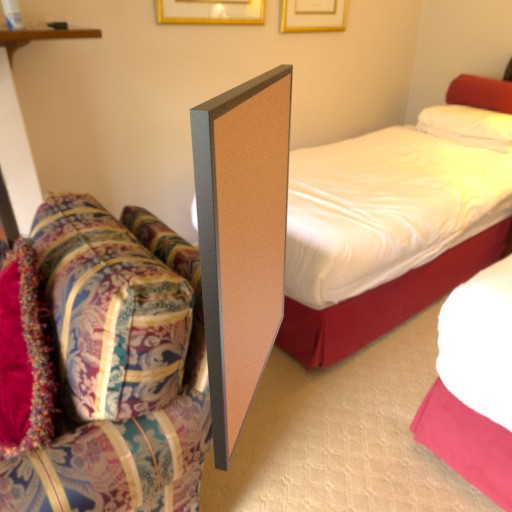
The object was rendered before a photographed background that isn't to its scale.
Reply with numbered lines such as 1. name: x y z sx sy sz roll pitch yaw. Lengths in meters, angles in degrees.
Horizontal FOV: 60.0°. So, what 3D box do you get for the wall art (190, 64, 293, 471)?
1. wall art: 0.000 0.000 1.429 0.039 1.061 0.804 8 30 13
